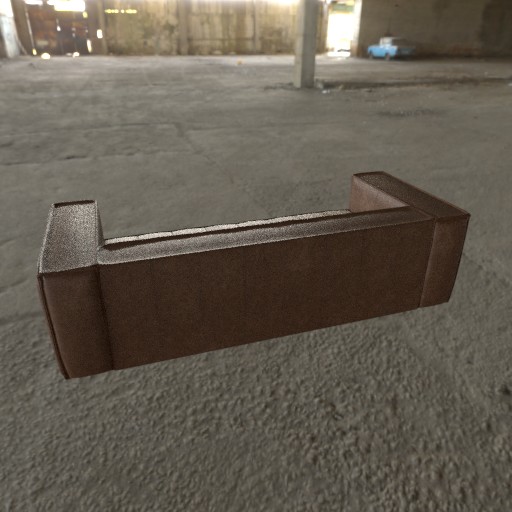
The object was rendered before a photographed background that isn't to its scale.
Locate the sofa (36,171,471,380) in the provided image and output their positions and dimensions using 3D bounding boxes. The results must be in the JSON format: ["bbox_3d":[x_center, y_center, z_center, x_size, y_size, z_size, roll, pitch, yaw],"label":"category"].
[{"bbox_3d":[0.000,0.000,3.022,2.581,0.701,1.102,-8,28,-16],"label":"sofa"}]
